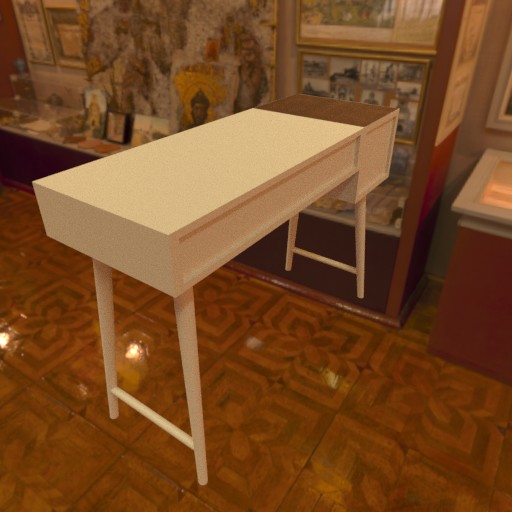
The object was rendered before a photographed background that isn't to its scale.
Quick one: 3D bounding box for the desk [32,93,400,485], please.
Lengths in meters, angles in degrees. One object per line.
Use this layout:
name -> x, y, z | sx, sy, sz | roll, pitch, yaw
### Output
desk -> 0.000, 0.000, 1.400 | 0.409, 0.761, 1.069 | 20, 37, 30
